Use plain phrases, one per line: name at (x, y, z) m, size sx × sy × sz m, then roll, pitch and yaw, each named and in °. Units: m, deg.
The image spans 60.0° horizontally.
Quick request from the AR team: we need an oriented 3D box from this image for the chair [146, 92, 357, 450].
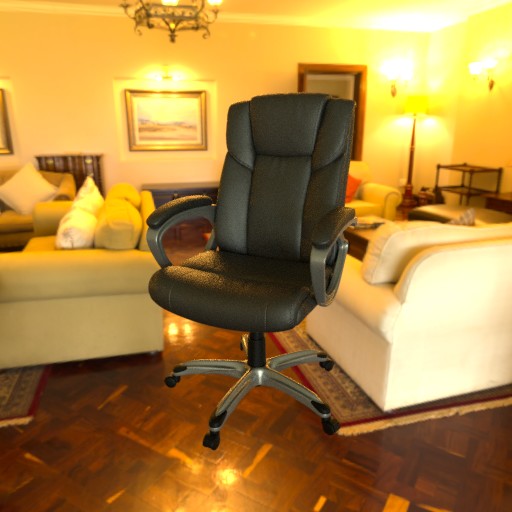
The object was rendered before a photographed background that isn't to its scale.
chair at (0.000, 0.000, 1.578) m, size 0.721 × 1.130 × 0.719 m, roll 8°, pitch 18°, yaw 26°
